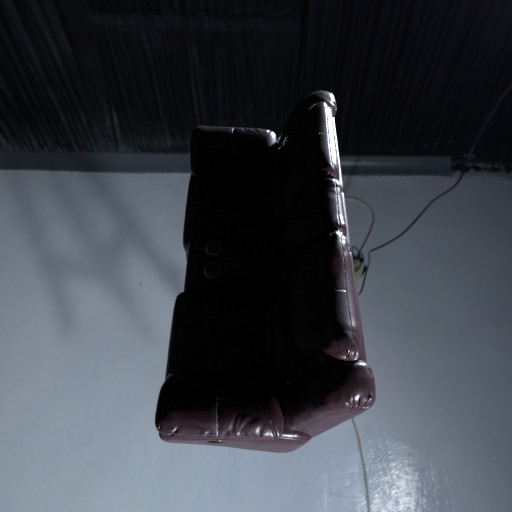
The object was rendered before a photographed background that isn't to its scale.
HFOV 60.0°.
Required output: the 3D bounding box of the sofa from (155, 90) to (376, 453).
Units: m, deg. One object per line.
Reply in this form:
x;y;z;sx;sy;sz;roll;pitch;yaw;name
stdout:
0.000;0.000;2.625;0.991;1.043;2.058;0;57;0;sofa
